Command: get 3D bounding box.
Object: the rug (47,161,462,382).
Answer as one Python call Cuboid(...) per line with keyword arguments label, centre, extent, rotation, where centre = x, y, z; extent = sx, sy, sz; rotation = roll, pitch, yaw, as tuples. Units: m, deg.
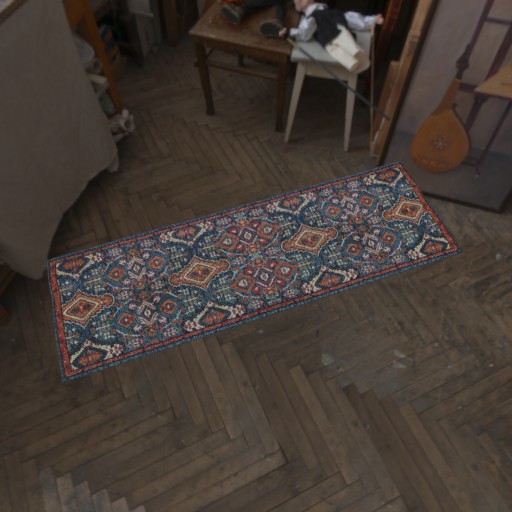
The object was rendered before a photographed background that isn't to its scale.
Cuboid(label="rug", centre=(0.000, 0.000, 2.742), extent=(2.459, 0.010, 0.801), rotation=(-17, 61, -10))
